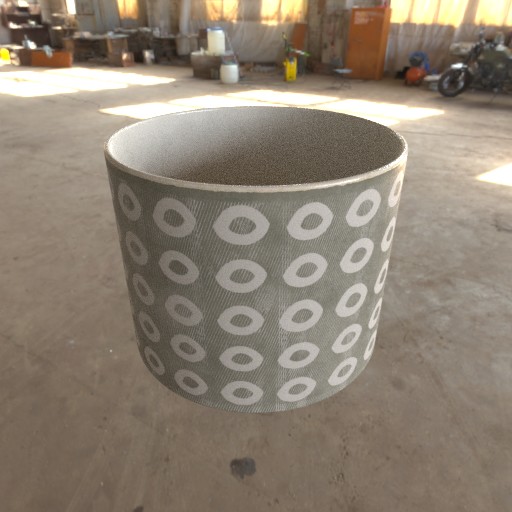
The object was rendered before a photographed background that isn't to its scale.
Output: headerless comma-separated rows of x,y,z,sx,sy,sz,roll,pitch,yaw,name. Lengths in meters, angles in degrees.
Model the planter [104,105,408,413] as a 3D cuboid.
0.000,0.000,0.438,0.250,0.239,0.250,0,30,0,planter
